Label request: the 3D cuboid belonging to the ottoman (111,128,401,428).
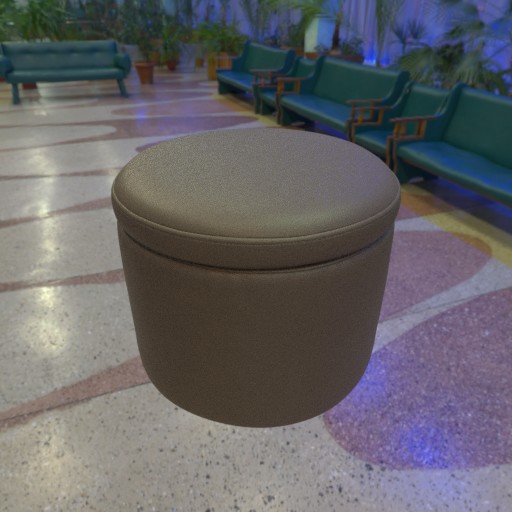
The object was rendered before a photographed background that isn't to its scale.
[{"bbox_3d":[0.000,0.000,0.870,0.500,0.409,0.500,0,31,0],"label":"ottoman"}]
